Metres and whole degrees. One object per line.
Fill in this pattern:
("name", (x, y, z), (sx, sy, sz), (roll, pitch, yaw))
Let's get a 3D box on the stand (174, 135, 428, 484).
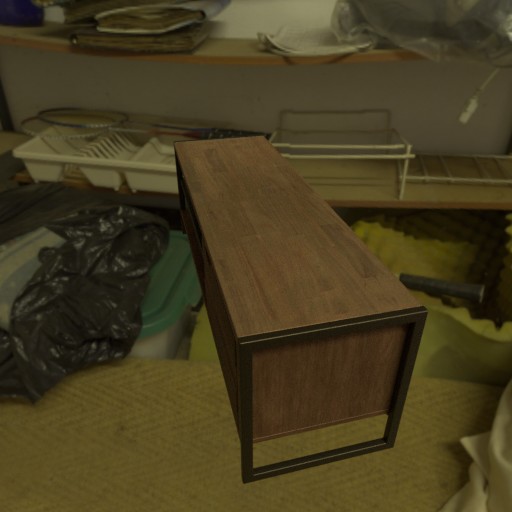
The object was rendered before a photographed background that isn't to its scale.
("stand", (0.000, 0.000, 1.727), (0.454, 0.506, 1.480), (-8, 32, -12))
